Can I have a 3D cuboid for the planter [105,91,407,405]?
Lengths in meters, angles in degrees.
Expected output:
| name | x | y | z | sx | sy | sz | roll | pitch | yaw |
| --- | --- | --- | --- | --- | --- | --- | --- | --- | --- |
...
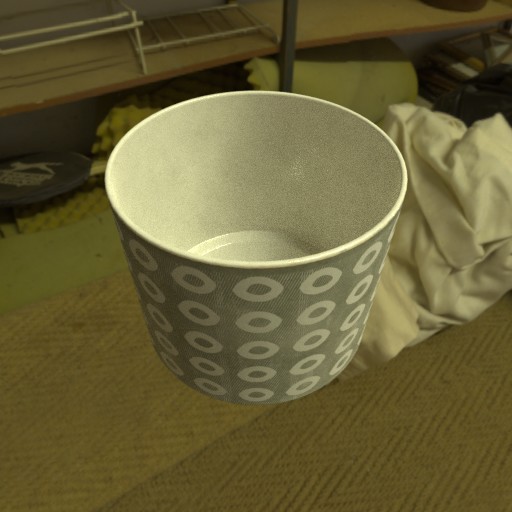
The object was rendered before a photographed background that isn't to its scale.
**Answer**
| name | x | y | z | sx | sy | sz | roll | pitch | yaw |
| --- | --- | --- | --- | --- | --- | --- | --- | --- | --- |
| planter | 0.000 | 0.000 | 0.350 | 0.190 | 0.181 | 0.190 | 0 | 46 | 0 |
